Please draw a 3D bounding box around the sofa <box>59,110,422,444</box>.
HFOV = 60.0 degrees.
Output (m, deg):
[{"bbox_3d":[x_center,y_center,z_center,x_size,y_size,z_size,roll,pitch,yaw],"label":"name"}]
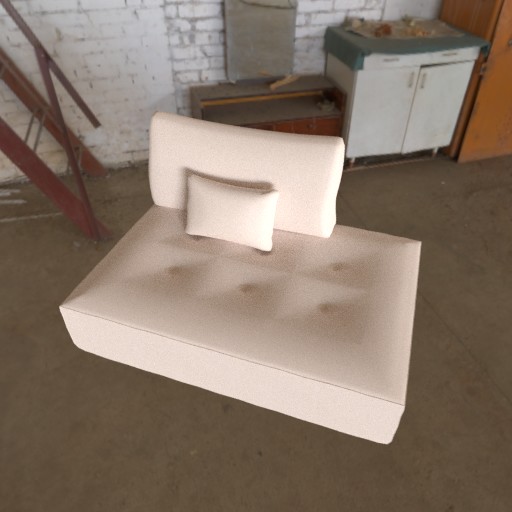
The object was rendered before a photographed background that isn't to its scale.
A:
[{"bbox_3d":[0.000,0.000,2.019,1.450,0.820,1.000,13,42,14],"label":"sofa"}]
